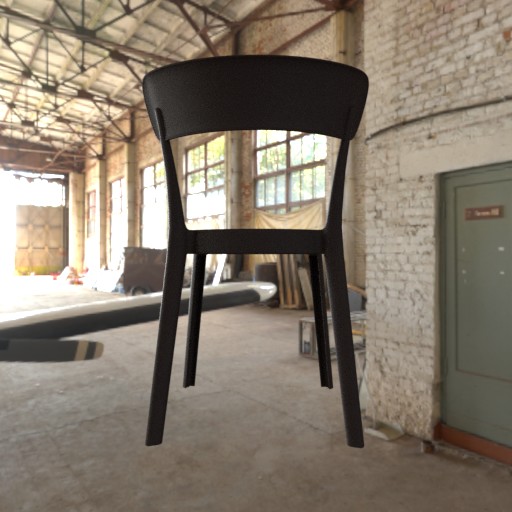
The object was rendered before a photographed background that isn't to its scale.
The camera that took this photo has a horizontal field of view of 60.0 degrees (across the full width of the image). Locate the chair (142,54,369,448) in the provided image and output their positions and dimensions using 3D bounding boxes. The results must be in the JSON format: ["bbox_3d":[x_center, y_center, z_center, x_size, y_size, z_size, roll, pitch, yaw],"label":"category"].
[{"bbox_3d":[0.000,0.000,1.104,0.506,0.790,0.491,0,0,1],"label":"chair"}]
